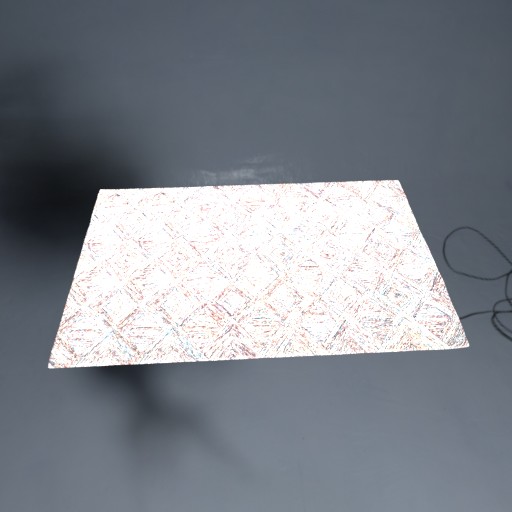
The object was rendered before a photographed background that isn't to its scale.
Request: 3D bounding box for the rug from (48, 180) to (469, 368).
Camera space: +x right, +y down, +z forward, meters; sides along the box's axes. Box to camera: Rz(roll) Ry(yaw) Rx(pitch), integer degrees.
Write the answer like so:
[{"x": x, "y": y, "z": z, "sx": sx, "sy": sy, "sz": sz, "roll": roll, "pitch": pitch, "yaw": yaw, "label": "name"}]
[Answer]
[{"x": 0.000, "y": 0.000, "z": 2.218, "sx": 1.761, "sy": 0.014, "sz": 1.143, "roll": -2, "pitch": 47, "yaw": -2, "label": "rug"}]
